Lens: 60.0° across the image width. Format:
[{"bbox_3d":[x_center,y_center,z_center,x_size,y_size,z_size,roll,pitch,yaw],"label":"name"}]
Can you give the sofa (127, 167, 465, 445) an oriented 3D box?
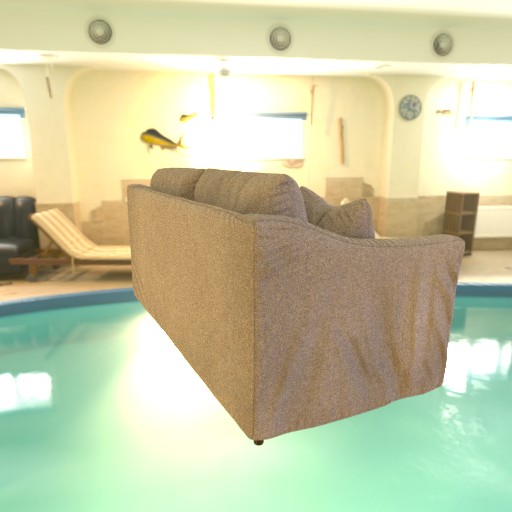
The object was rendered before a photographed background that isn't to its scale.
[{"bbox_3d":[0.000,0.000,2.589,1.072,1.018,2.010,-7,14,-27],"label":"sofa"}]
